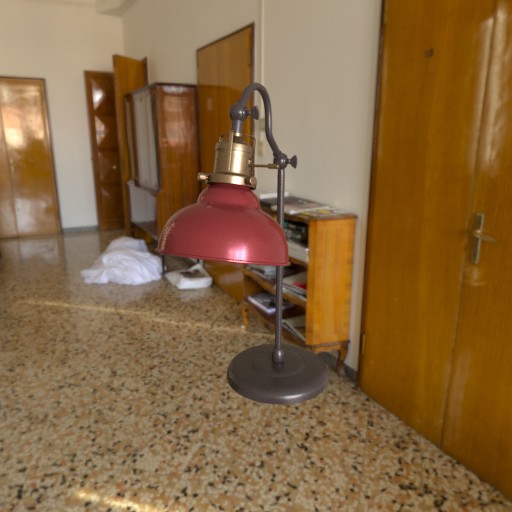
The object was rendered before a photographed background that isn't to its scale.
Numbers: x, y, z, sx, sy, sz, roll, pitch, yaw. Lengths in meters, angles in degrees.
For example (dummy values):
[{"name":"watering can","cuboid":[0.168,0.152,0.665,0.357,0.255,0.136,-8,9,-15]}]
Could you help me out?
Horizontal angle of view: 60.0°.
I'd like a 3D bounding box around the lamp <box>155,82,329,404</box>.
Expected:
[{"name":"lamp","cuboid":[0.000,0.000,0.692,0.192,0.508,0.374,7,17,26]}]
